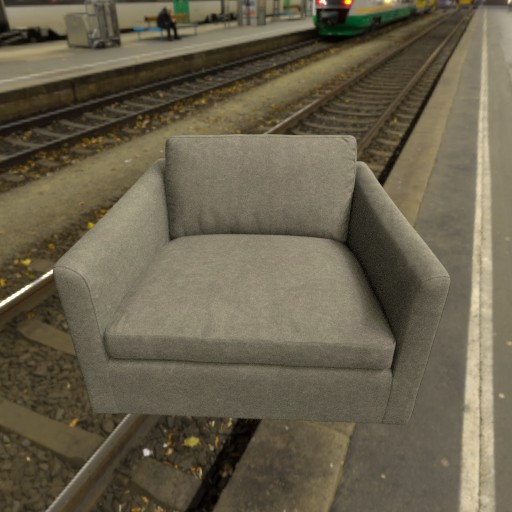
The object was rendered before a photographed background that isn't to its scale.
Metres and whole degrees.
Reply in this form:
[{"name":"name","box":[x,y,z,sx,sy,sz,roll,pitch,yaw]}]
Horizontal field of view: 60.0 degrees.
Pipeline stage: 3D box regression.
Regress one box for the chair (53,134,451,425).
[{"name":"chair","box":[0.000,0.000,1.873,1.190,0.845,1.091,1,31,2]}]
